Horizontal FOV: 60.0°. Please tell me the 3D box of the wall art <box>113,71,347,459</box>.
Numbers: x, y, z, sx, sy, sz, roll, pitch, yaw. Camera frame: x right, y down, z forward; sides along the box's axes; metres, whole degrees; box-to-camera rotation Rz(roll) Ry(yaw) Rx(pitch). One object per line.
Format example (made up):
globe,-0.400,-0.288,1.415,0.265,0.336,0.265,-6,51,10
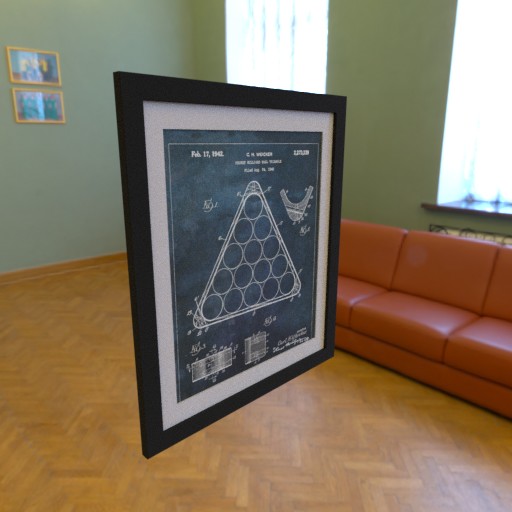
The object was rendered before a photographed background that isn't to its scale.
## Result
wall art,0.000,0.000,0.504,0.311,0.361,0.010,-14,20,-42
